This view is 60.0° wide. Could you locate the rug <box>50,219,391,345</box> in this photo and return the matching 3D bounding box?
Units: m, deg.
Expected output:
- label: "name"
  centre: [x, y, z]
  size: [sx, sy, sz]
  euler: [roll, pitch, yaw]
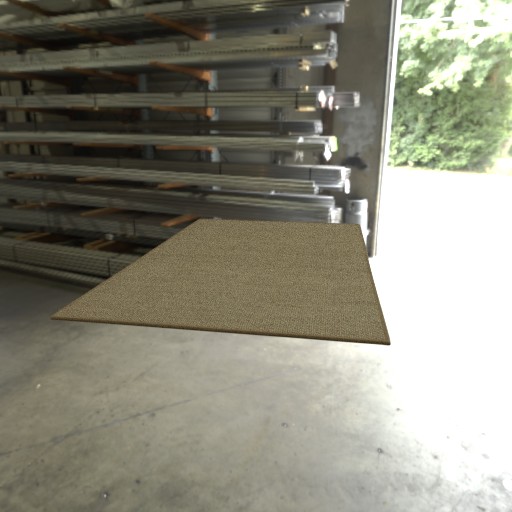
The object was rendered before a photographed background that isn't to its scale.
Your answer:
- label: "rug"
  centre: [0.000, 0.000, 2.121]
  size: [1.062, 0.013, 1.667]
  euler: [3, 16, 9]
